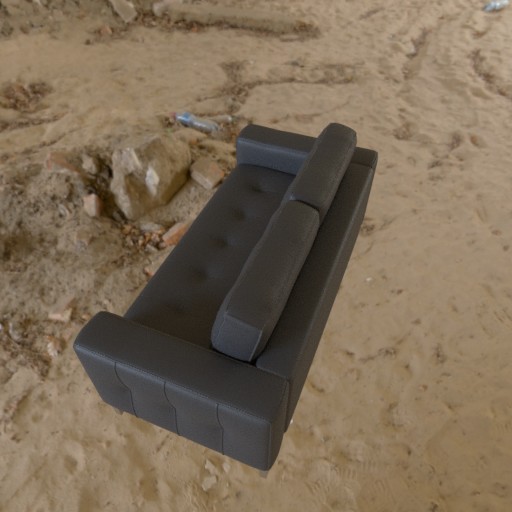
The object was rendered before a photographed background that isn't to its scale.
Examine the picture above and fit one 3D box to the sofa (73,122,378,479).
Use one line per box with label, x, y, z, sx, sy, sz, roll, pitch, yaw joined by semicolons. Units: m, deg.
sofa;0.000;0.000;2.213;0.833;0.893;1.726;17;49;15
